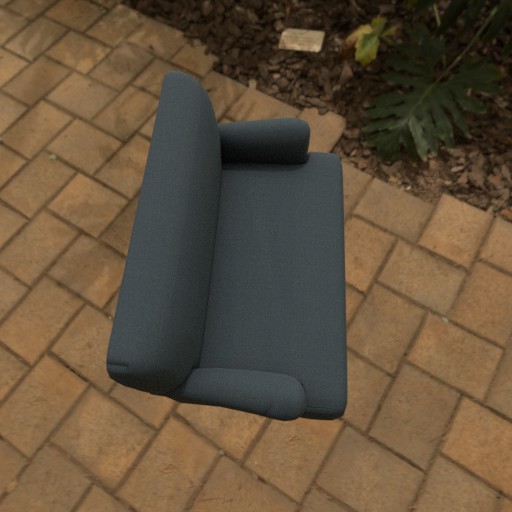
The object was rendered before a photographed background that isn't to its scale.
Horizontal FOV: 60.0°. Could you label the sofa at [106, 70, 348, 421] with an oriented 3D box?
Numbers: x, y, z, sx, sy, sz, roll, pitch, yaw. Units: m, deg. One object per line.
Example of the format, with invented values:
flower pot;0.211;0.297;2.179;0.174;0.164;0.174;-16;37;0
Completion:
sofa;0.000;0.000;1.852;0.779;0.889;1.297;3;65;2
